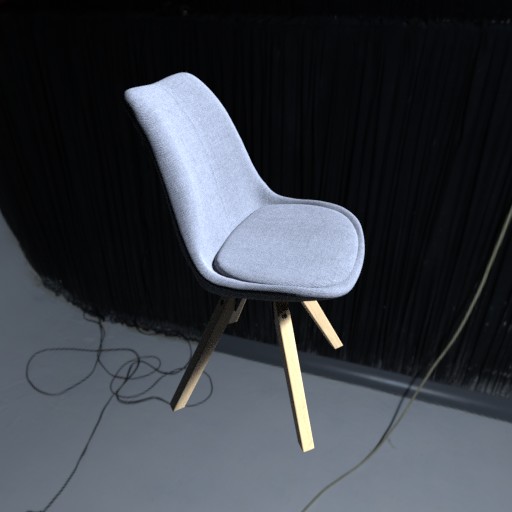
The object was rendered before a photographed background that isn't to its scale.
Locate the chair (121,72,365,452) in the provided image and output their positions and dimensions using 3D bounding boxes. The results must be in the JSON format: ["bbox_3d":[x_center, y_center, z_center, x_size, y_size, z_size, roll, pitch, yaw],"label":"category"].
[{"bbox_3d":[0.000,0.000,1.179,0.550,0.850,0.485,11,33,17],"label":"chair"}]
